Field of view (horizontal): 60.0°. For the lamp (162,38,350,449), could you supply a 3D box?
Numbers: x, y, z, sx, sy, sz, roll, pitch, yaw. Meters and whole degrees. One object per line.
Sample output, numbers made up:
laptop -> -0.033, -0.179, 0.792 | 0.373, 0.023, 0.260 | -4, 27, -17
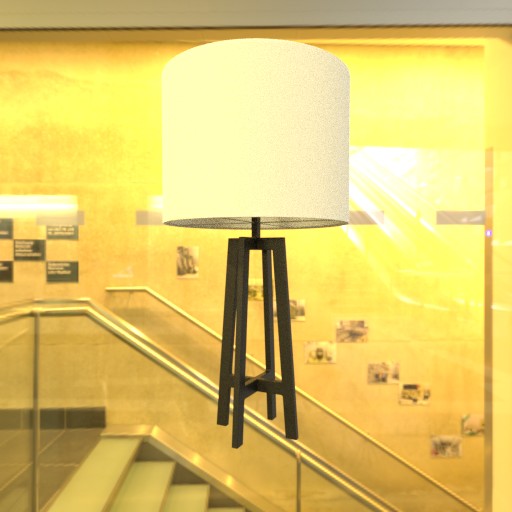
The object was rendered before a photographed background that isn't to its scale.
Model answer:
lamp -> 0.000, 0.000, 0.619 | 0.257, 0.489, 0.257 | 0, 0, -19
